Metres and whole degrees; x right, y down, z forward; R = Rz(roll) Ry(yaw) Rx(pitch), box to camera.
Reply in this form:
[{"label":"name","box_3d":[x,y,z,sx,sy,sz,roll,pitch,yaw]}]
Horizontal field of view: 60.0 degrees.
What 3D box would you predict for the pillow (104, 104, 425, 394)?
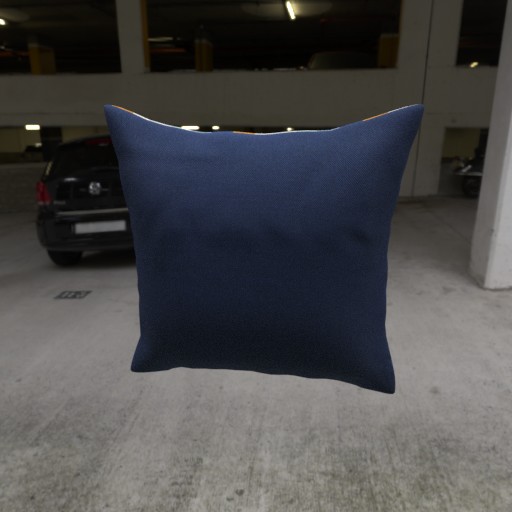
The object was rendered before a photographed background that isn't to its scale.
[{"label":"pillow","box_3d":[0.000,0.000,0.699,0.463,0.454,0.173,2,17,8]}]
